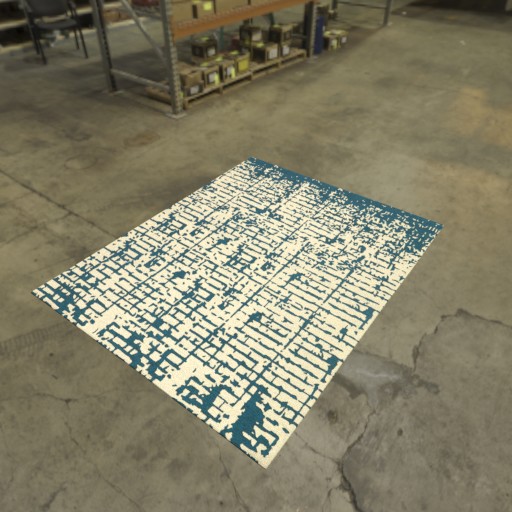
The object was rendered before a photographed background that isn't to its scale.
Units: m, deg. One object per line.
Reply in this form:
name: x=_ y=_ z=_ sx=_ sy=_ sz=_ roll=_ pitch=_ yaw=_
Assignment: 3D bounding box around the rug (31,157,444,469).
rug: x=0.000 y=0.000 z=4.047 sx=2.416 sy=0.014 sz=3.017 roll=26 pitch=46 yaw=28
